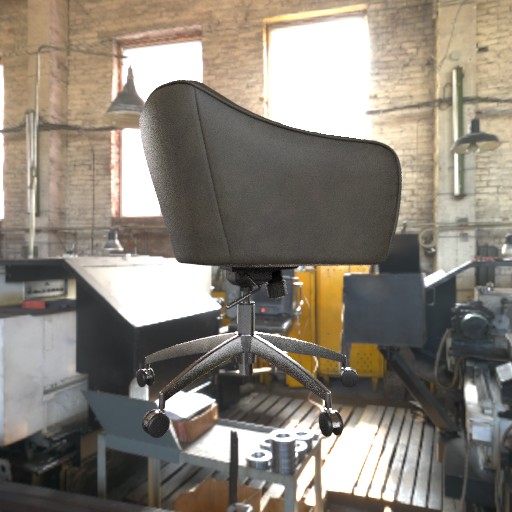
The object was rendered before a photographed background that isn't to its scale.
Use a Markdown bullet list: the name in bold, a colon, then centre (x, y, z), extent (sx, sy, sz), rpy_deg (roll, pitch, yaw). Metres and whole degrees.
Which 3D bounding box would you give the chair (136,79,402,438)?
- **chair**: centre (0.000, 0.000, 1.308), extent (0.689, 0.827, 0.713), rpy_deg (0, 0, -20)
